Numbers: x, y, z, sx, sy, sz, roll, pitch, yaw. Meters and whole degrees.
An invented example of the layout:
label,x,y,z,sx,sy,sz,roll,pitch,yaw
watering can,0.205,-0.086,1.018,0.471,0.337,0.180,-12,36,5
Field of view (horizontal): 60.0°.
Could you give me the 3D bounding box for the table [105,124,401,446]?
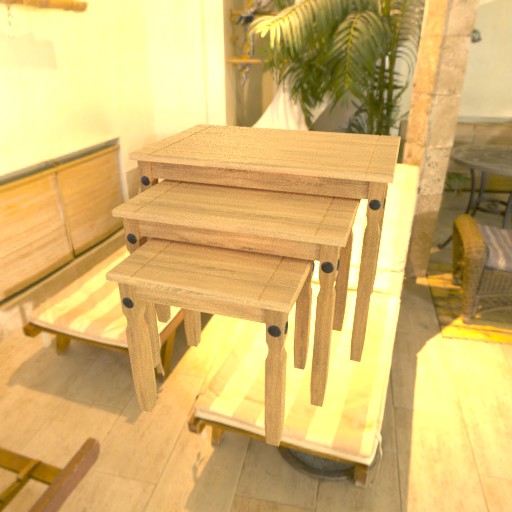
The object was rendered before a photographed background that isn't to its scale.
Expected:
label,x,y,z,sx,sy,sz,roll,pitch,yaw
table,0.000,0.000,1.210,0.660,0.535,0.773,8,28,16
